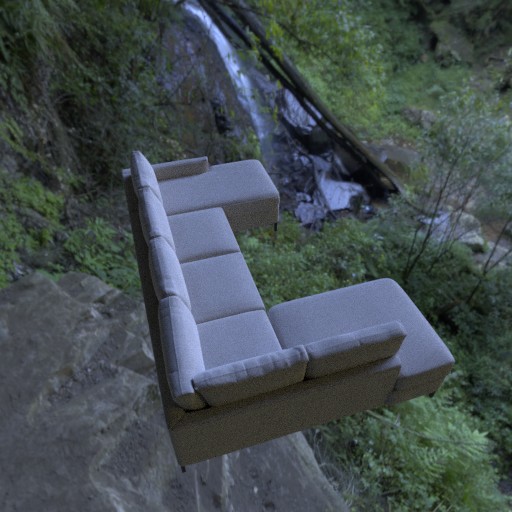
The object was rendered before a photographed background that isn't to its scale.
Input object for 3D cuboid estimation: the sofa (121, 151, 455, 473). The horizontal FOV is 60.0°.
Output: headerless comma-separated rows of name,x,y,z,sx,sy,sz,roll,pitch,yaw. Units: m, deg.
sofa,0.000,0.000,3.879,1.989,0.862,2.984,-12,44,-13
